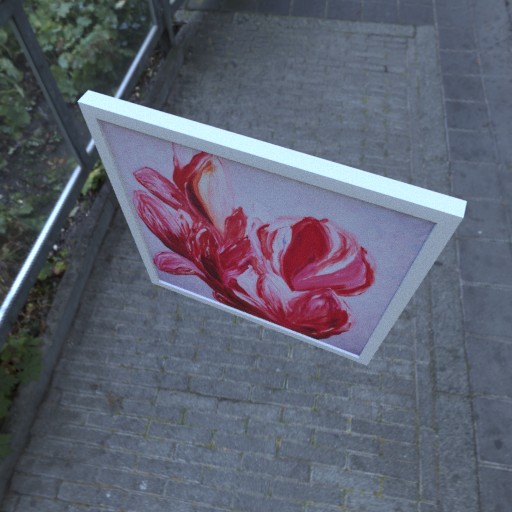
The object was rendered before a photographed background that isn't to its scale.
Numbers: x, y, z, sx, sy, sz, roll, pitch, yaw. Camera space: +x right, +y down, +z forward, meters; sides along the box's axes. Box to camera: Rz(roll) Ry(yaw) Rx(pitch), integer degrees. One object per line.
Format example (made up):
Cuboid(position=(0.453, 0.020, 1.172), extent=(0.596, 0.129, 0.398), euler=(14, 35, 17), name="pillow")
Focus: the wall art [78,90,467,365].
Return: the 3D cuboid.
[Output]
Cuboid(position=(0.000, 0.000, 0.683), extent=(0.455, 0.453, 0.023), euler=(19, 60, 12), name="wall art")
